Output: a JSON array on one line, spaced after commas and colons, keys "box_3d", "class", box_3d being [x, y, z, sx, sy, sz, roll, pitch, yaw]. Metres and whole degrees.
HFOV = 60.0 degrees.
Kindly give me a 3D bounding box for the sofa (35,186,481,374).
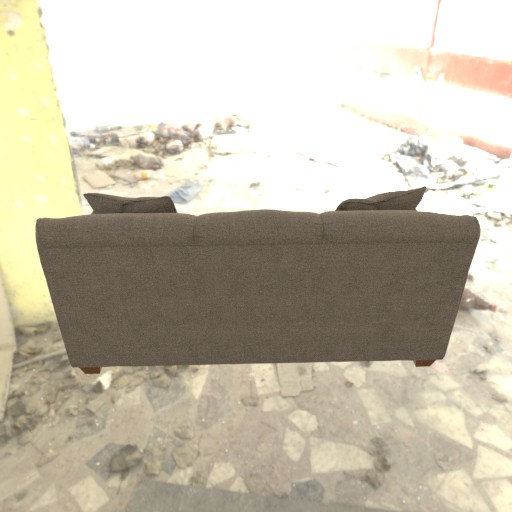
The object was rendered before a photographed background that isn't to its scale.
[{"box_3d": [0.000, 0.000, 2.588, 2.024, 0.958, 0.997, -1, 30, -1], "class": "sofa"}]
